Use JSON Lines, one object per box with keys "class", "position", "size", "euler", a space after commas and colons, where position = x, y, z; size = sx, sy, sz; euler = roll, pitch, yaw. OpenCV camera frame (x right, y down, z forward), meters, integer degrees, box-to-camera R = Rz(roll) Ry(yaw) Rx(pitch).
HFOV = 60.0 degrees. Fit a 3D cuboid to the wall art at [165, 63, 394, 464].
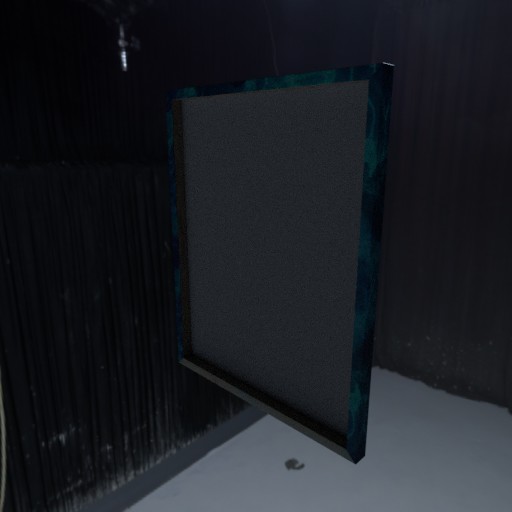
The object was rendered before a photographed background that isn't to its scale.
{"class": "wall art", "position": [0.000, 0.000, 1.026], "size": [0.609, 0.760, 0.038], "euler": [14, 20, 43]}
